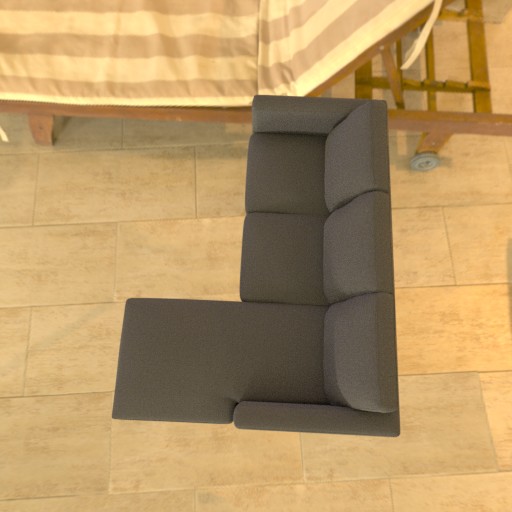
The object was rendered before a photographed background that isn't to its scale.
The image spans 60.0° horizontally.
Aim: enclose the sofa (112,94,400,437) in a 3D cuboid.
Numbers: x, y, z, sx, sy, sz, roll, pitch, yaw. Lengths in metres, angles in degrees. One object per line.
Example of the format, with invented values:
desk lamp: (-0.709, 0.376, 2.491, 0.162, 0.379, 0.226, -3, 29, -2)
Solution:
sofa: (0.000, 0.000, 2.810, 1.591, 0.897, 2.031, 3, 74, 1)
